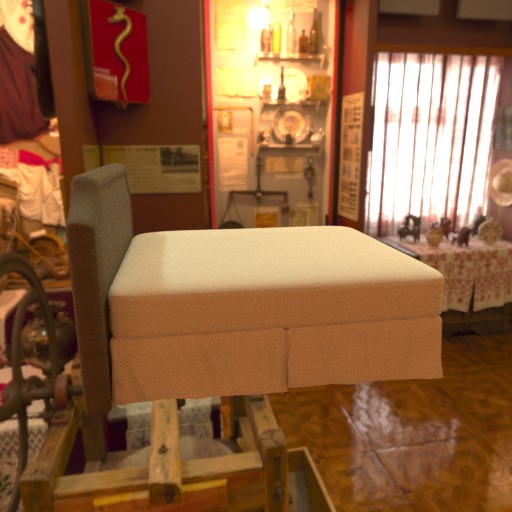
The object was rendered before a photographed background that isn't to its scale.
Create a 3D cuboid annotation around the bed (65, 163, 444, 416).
[{"bbox_3d":[0.000,0.000,3.259,2.181,1.297,1.831,-2,15,-10],"label":"bed"}]
